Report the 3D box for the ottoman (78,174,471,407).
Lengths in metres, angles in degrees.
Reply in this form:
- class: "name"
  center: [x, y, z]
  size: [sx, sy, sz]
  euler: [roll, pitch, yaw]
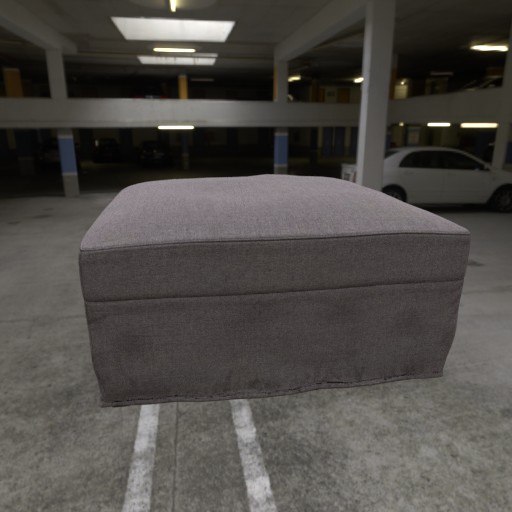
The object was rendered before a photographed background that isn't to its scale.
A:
- class: "ottoman"
  center: [0.000, 0.000, 1.324]
  size: [0.843, 0.436, 0.840]
  euler: [-3, 17, -9]
